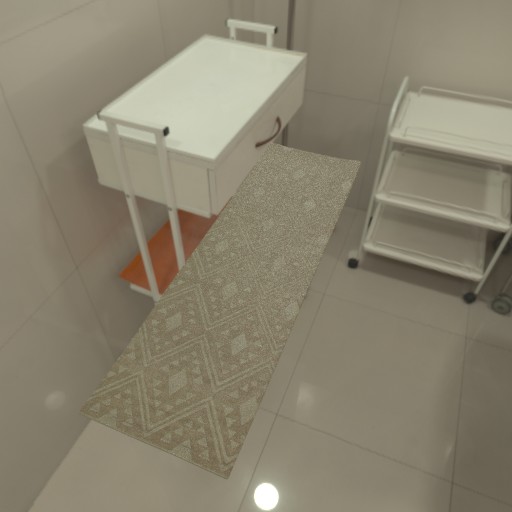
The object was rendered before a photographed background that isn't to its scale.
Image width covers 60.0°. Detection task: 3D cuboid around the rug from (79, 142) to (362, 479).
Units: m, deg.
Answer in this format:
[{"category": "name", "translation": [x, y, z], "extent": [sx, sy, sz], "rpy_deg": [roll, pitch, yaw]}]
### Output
[{"category": "rug", "translation": [0.000, 0.000, 2.705], "extent": [0.752, 0.051, 2.452], "rpy_deg": [16, 48, 15]}]
